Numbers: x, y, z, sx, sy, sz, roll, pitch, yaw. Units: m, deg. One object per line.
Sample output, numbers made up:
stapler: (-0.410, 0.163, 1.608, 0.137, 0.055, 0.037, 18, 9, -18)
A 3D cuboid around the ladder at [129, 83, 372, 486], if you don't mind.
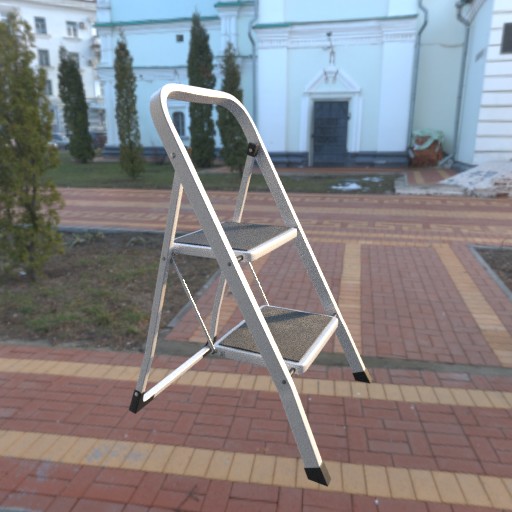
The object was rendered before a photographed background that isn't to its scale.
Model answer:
ladder: (0.000, 0.000, 1.119, 0.544, 0.810, 0.460, 7, 17, 24)
